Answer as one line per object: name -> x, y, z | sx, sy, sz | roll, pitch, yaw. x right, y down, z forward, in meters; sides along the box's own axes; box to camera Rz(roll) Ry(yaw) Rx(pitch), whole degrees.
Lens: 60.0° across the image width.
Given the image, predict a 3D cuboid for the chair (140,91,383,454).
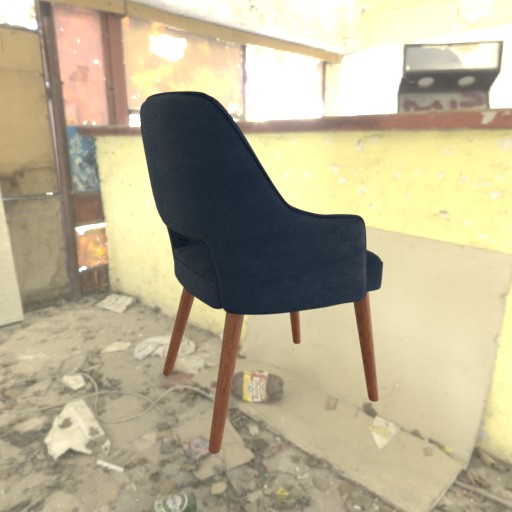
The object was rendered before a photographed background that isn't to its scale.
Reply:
chair -> 0.000, 0.000, 1.263 | 0.591, 0.844, 0.559 | -7, 16, -26
